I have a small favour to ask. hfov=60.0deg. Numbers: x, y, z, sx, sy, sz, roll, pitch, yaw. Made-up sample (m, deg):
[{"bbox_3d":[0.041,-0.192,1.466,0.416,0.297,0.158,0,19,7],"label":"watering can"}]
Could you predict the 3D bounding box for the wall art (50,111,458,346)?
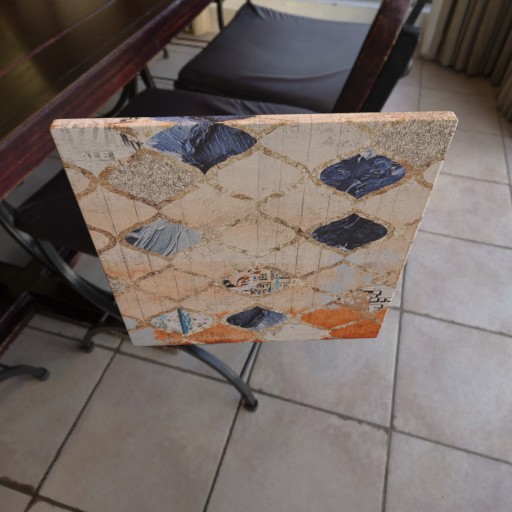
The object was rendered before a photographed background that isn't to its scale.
[{"bbox_3d":[0.000,0.000,1.332,0.912,0.914,0.039,-2,48,-2],"label":"wall art"}]
